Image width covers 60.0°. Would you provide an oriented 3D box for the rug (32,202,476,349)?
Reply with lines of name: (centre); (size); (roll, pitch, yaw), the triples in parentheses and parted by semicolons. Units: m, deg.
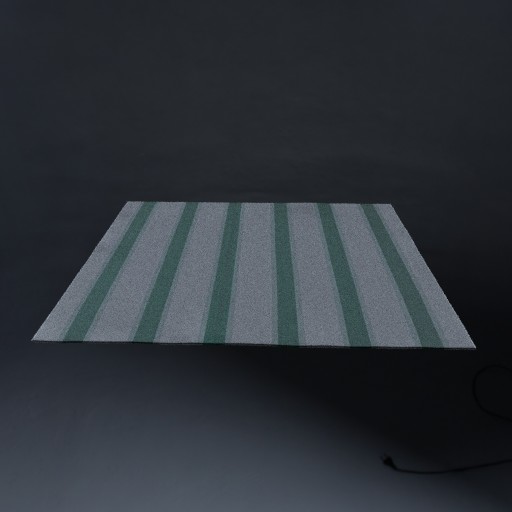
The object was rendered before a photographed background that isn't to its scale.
rug: (0.000, 0.000, 4.066); (3.041, 0.019, 2.434); (1, 30, 1)
